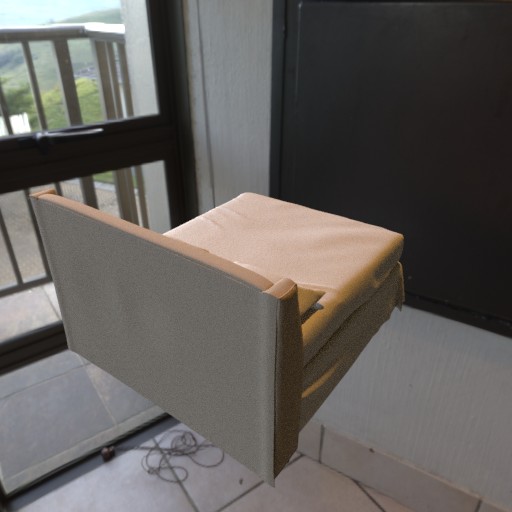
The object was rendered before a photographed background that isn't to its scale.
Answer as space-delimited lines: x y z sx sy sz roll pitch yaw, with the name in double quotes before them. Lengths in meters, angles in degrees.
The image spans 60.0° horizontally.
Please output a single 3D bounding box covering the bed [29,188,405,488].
"bed" 0.000 0.000 3.396 1.925 1.332 2.276 20 36 31
